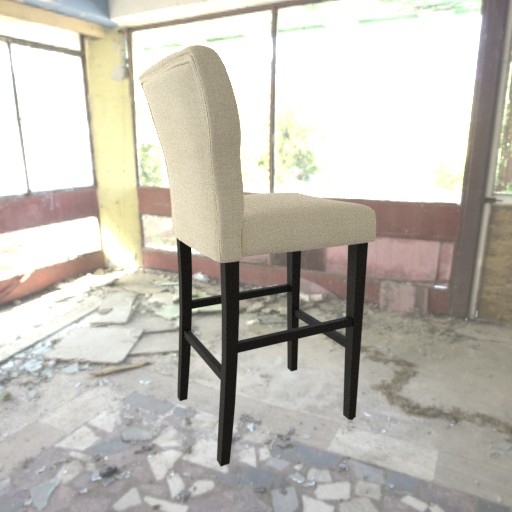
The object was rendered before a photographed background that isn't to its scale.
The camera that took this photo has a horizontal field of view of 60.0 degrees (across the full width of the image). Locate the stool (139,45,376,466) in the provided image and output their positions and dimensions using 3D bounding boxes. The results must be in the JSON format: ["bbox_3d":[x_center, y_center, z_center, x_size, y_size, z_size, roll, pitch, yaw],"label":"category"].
[{"bbox_3d":[0.000,0.000,1.424,0.603,1.124,0.516,-7,16,-27],"label":"stool"}]
